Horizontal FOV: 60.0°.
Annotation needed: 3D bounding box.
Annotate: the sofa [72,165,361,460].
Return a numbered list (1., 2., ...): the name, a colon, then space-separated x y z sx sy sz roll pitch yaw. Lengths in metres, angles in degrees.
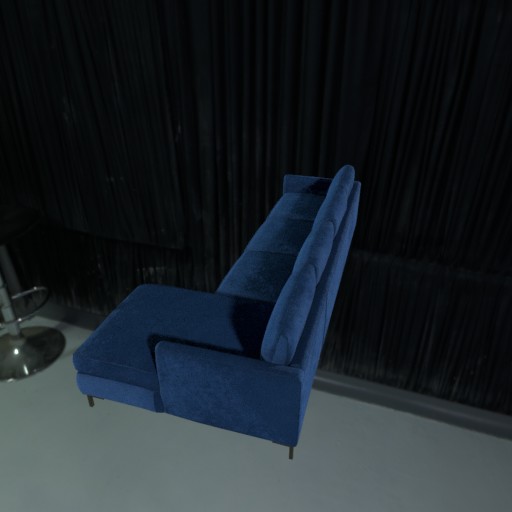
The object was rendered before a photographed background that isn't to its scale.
1. sofa: 0.000 0.000 3.567 1.350 0.810 2.932 9 30 15
